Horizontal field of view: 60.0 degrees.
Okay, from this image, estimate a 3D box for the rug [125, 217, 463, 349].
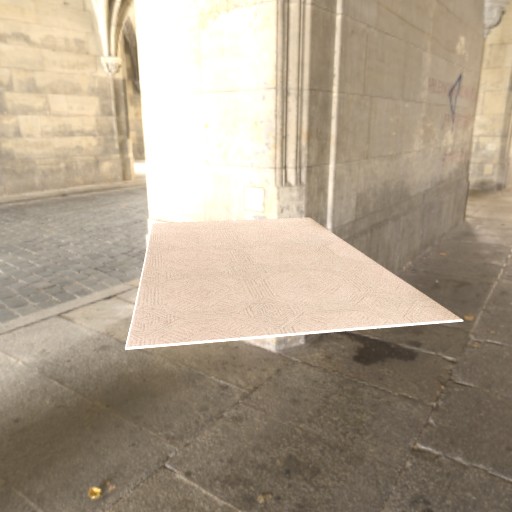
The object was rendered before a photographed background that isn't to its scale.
[{"bbox_3d":[0.000,0.000,3.083,1.524,0.008,2.440,-3,17,-10],"label":"rug"}]
